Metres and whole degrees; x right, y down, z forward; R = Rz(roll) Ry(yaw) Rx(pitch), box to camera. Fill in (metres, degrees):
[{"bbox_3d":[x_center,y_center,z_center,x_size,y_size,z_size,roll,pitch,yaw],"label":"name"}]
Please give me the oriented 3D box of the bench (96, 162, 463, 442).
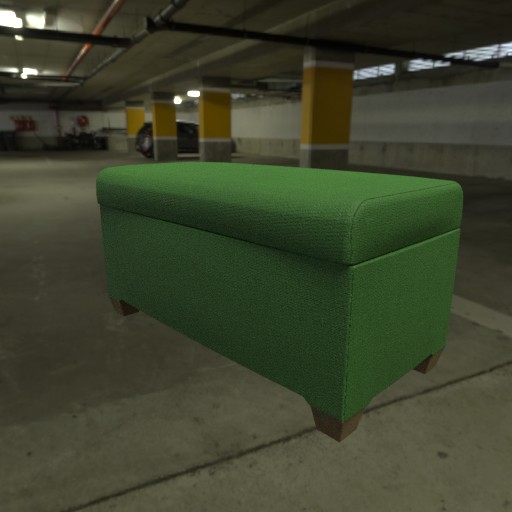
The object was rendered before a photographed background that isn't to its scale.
[{"bbox_3d":[0.000,0.000,1.284,0.505,0.501,0.989,-15,21,-42],"label":"bench"}]
